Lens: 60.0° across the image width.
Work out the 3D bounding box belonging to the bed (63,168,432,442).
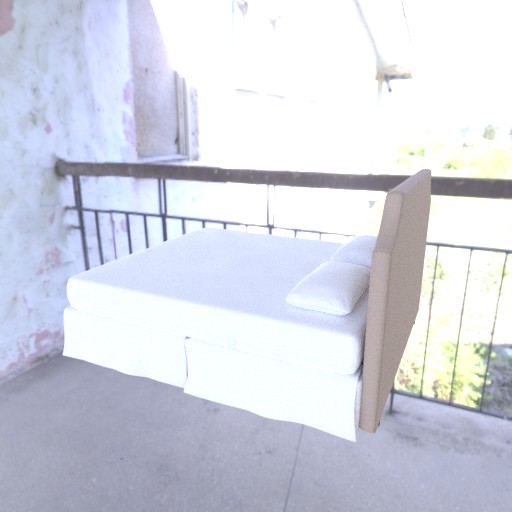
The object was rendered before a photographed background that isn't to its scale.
[{"bbox_3d":[0.000,0.000,4.147,2.773,1.590,2.350,8,18,25],"label":"bed"}]
